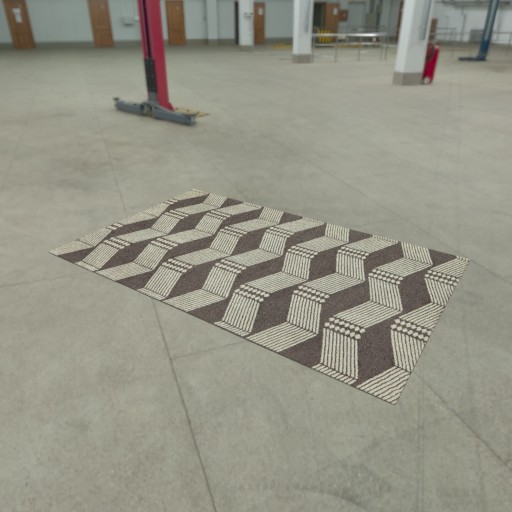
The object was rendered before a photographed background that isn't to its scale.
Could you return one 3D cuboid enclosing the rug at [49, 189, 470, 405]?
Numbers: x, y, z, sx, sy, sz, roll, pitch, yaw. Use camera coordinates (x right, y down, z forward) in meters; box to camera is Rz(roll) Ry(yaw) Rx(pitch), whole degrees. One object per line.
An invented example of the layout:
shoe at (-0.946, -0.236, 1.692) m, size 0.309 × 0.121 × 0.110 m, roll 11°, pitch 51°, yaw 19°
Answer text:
rug at (0.000, 0.000, 3.010) m, size 2.435 × 0.011 × 1.517 m, roll 18°, pitch 33°, yaw 29°
